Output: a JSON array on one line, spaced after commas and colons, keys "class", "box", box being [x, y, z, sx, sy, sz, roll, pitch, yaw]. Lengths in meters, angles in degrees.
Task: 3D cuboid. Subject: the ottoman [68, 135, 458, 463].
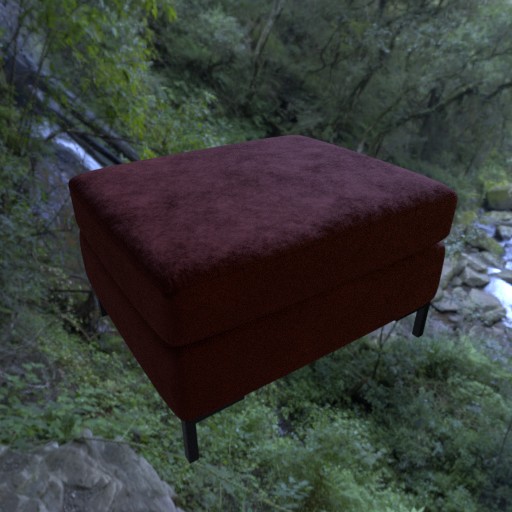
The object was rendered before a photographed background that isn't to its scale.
[{"class": "ottoman", "box": [0.000, 0.000, 1.192, 0.782, 0.462, 0.650, -18, 34, -29]}]
